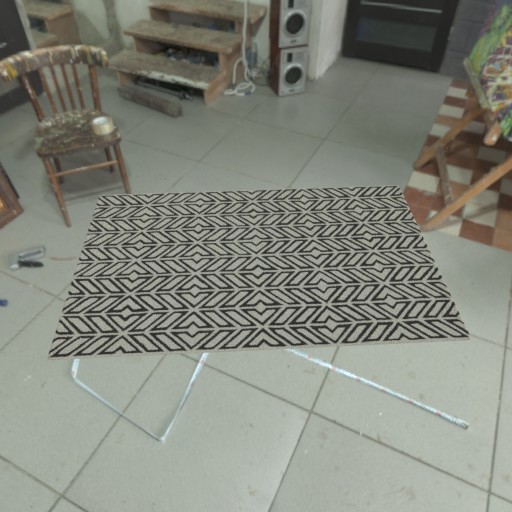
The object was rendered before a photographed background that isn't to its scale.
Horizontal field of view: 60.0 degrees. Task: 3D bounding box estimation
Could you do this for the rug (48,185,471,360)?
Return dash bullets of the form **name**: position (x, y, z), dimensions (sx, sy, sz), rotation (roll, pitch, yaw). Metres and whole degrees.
- **rug**: position (0.000, 0.000, 3.073), dimensions (2.438, 0.008, 1.523), rotation (-2, 45, -2)
